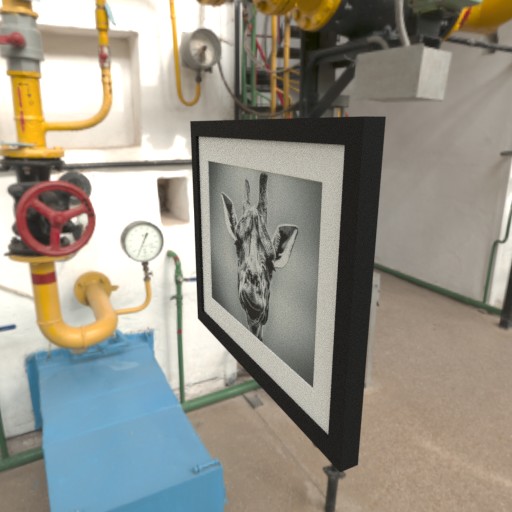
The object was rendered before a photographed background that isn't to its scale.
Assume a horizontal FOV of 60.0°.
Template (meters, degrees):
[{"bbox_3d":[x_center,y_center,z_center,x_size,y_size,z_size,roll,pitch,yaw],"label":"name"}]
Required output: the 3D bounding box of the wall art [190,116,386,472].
[{"bbox_3d":[0.000,0.000,0.777,0.031,0.457,0.558,-8,18,-26],"label":"wall art"}]
